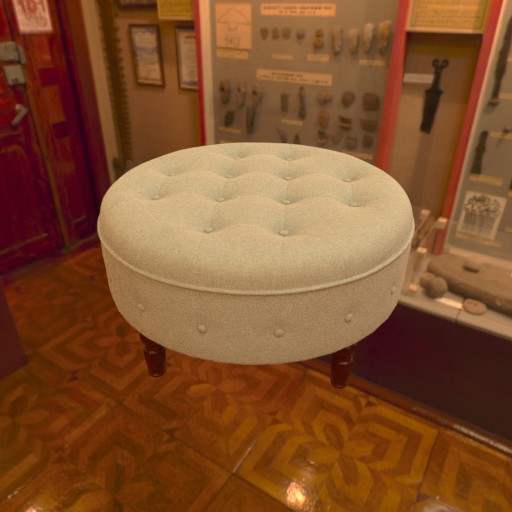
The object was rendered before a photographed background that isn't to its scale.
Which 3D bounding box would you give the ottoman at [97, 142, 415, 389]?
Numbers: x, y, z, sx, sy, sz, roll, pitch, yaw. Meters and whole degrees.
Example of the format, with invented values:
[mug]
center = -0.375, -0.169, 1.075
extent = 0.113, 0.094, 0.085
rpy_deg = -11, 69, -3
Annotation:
[ottoman]
center = 0.000, 0.000, 1.323
extent = 0.849, 0.478, 0.849
rpy_deg = 0, 31, 0
